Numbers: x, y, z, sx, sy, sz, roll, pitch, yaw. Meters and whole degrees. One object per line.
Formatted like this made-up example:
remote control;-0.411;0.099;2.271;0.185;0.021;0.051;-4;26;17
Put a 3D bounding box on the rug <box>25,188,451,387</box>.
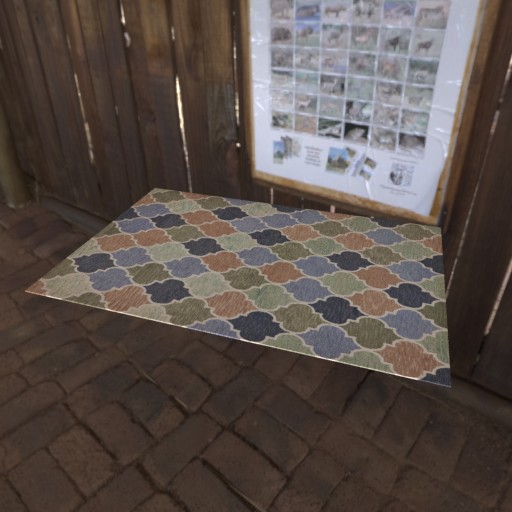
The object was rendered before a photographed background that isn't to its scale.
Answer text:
rug;0.000;0.000;2.851;2.284;0.006;1.521;10;34;15
